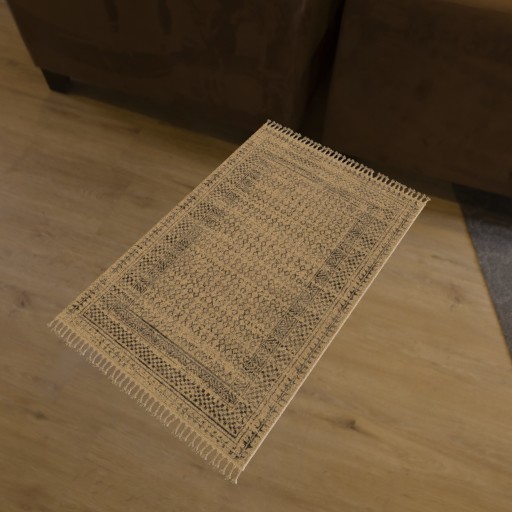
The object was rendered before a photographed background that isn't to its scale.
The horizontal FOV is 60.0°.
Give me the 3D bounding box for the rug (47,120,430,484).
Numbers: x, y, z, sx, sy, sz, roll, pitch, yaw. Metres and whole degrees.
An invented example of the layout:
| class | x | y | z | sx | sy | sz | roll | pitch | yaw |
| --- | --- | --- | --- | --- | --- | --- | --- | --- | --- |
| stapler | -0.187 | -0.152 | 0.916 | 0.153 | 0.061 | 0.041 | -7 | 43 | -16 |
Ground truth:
| class | x | y | z | sx | sy | sz | roll | pitch | yaw |
| --- | --- | --- | --- | --- | --- | --- | --- | --- | --- |
| rug | 0.000 | 0.000 | 3.132 | 1.548 | 0.013 | 2.486 | 32 | 62 | 19 |
